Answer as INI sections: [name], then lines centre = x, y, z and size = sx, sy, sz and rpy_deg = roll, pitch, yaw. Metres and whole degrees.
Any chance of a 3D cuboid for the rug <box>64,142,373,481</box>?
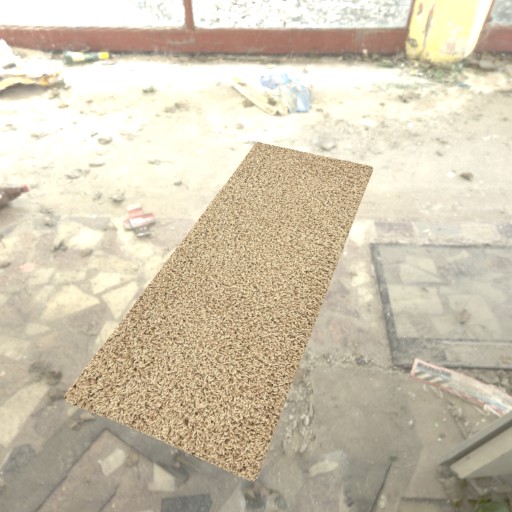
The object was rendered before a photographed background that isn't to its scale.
[rug]
centre = 0.000, 0.000, 1.716
size = 0.609, 0.030, 1.524
rpy_deg = 16, 47, 15
